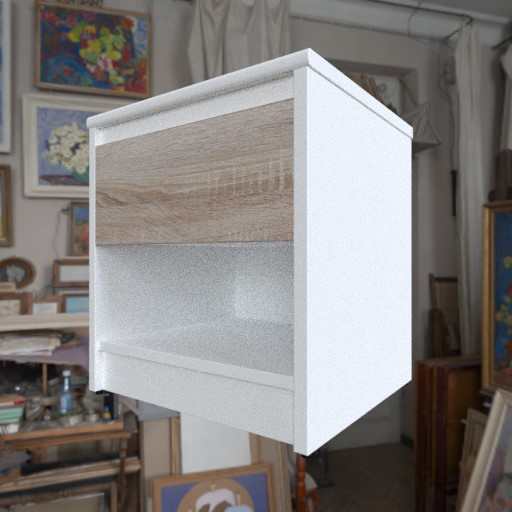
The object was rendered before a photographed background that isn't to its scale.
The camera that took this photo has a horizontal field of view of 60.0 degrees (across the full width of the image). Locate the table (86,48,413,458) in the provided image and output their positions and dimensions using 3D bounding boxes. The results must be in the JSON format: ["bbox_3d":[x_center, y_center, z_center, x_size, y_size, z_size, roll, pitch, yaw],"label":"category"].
[{"bbox_3d":[0.000,0.000,0.765,0.420,0.460,0.380,0,0,36],"label":"table"}]
